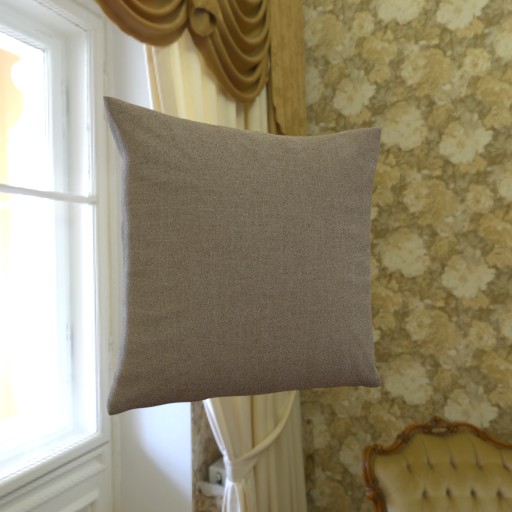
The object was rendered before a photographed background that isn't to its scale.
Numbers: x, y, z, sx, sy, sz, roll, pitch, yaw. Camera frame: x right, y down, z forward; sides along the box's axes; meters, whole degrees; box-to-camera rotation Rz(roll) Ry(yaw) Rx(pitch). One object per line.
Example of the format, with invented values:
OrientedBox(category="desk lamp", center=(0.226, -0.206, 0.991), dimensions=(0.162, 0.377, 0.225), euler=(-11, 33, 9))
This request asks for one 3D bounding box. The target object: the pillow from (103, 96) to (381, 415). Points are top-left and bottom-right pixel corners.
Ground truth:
OrientedBox(category="pillow", center=(0.000, 0.000, 0.788), dimensions=(0.513, 0.511, 0.158), euler=(0, 0, -18))
